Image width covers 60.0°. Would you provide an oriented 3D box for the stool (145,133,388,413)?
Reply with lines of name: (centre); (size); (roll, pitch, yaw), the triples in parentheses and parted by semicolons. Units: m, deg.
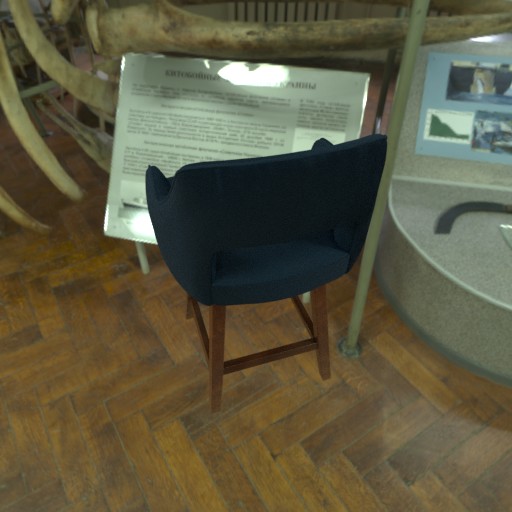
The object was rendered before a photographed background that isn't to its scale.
stool: (0.000, 0.000, 1.299); (0.550, 0.940, 0.560); (-12, 43, -13)
